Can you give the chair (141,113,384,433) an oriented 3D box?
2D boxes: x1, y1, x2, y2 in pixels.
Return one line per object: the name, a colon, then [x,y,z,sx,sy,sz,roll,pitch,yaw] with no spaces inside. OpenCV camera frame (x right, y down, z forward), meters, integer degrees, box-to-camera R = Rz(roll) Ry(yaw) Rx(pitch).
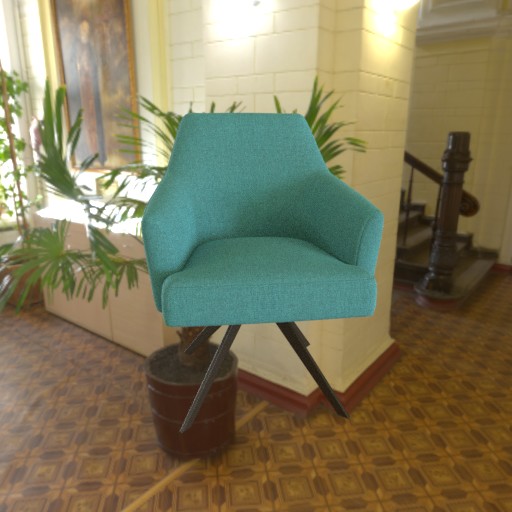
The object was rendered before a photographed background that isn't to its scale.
chair: [0.000,0.000,1.383,0.642,0.874,0.677,-2,16,-7]
